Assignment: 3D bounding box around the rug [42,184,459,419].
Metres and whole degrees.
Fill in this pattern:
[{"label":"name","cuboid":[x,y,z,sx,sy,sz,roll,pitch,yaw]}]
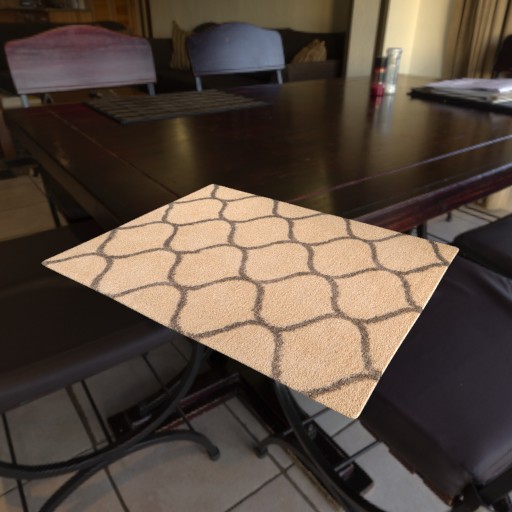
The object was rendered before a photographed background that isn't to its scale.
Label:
[{"label":"rug","cuboid":[0.000,0.000,4.050,3.000,0.026,2.399,19,35,30]}]
